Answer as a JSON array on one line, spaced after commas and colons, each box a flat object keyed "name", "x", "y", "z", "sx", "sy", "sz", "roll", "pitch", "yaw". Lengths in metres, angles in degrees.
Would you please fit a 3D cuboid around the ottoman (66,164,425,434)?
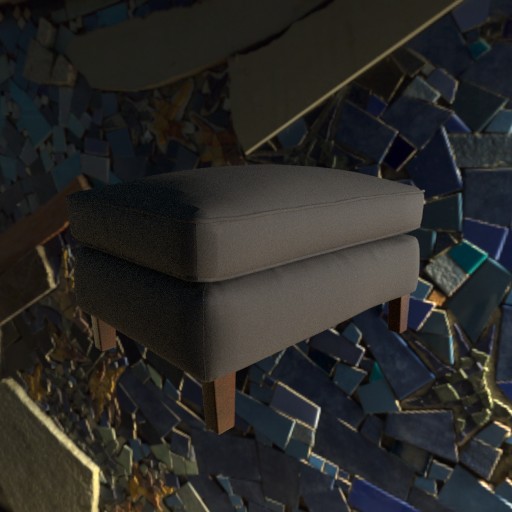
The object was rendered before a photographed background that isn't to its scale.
[{"name": "ottoman", "x": 0.000, "y": 0.000, "z": 1.011, "sx": 0.686, "sy": 0.406, "sz": 0.508, "roll": -13, "pitch": 19, "yaw": -42}]
